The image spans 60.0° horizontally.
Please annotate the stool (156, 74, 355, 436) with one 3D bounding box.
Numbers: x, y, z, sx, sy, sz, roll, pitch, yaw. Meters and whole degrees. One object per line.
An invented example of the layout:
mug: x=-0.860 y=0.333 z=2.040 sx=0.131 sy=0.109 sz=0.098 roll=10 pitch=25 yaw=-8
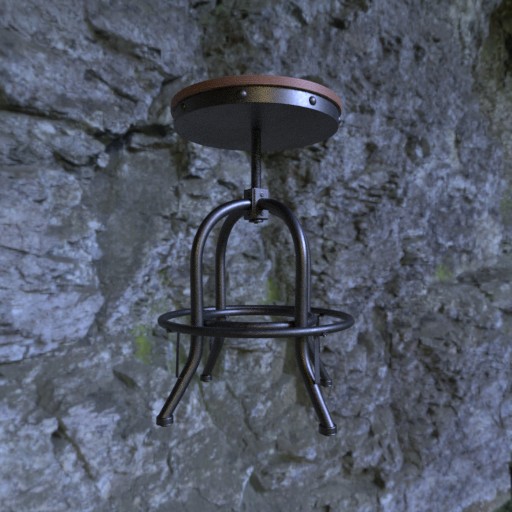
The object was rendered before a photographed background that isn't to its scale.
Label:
stool: x=0.000 y=0.000 z=0.918 sx=0.439 sy=0.609 sz=0.439 roll=0 pitch=-1 yaw=-37
